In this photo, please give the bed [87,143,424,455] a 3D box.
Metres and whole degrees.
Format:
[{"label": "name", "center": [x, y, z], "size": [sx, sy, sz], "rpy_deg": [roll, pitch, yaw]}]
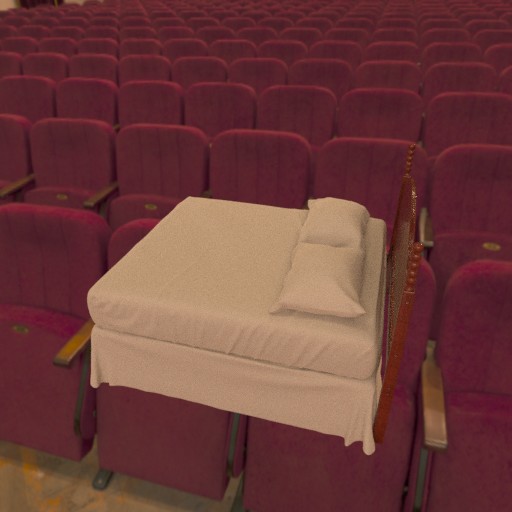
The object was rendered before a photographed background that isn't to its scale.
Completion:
[{"label": "bed", "center": [0.000, 0.000, 3.213], "size": [2.040, 1.356, 1.873], "rpy_deg": [8, 32, 14]}]
